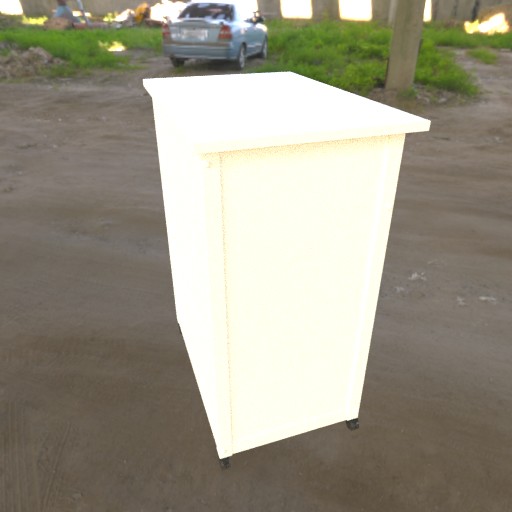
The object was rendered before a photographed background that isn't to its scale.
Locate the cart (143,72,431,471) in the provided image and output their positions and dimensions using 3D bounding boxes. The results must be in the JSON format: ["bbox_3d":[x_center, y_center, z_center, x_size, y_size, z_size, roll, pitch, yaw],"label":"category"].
[{"bbox_3d":[0.000,0.000,1.245,0.442,0.864,0.683,-10,32,-16],"label":"cart"}]
